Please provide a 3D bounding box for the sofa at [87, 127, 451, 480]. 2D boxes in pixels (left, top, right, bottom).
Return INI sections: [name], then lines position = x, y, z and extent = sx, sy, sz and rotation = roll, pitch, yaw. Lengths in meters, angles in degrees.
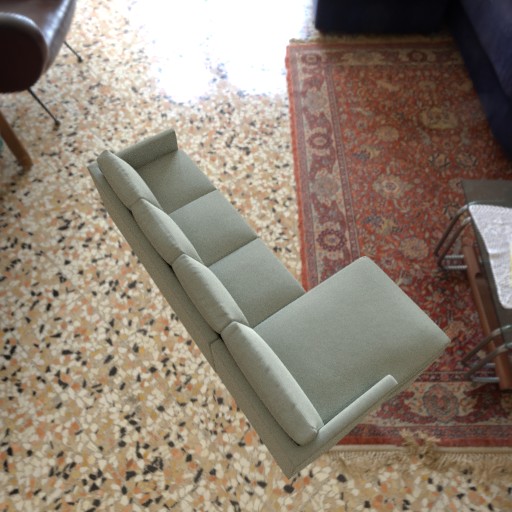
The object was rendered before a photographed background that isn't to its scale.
[sofa]
position = 0.000, 0.000, 3.949
extent = 1.650, 0.922, 3.205
rotation = -31, 63, -18
